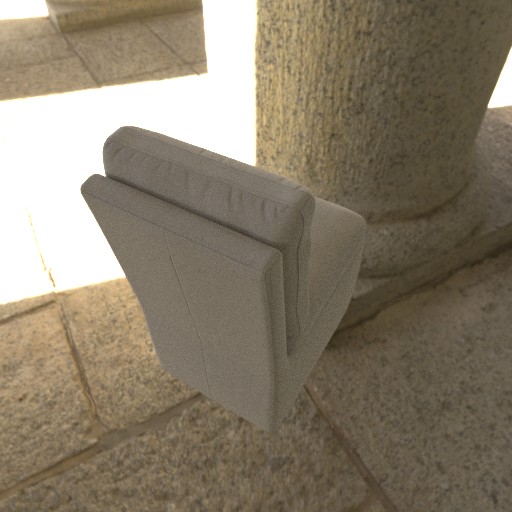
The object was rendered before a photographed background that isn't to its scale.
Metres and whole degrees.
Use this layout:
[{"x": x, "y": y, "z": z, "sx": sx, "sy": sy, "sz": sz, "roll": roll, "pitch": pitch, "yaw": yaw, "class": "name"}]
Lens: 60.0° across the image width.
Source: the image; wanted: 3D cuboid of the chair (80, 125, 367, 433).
[{"x": 0.000, "y": 0.000, "z": 1.342, "sx": 0.503, "sy": 0.927, "sz": 0.698, "roll": 24, "pitch": 51, "yaw": 21, "class": "chair"}]
